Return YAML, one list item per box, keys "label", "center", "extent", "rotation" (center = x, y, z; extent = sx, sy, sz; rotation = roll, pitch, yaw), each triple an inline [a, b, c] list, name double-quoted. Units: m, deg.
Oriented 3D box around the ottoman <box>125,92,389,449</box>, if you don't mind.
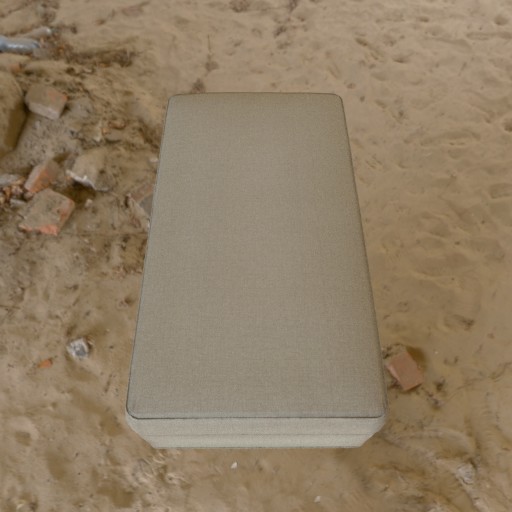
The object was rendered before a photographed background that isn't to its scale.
- label: "ottoman"
  center: [0.000, 0.000, 1.414]
  extent: [0.617, 0.461, 1.097]
  rotation: [0, 60, 0]
